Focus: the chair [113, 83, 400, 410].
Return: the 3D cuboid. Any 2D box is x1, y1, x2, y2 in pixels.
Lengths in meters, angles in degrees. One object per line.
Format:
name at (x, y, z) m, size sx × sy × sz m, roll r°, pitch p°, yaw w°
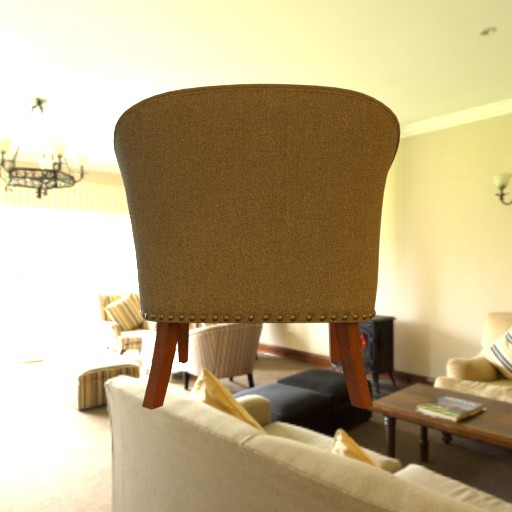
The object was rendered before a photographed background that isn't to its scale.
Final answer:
chair at (0.000, 0.000, 1.392) m, size 0.798 × 0.815 × 0.704 m, roll 0°, pitch -1°, yaw 0°
